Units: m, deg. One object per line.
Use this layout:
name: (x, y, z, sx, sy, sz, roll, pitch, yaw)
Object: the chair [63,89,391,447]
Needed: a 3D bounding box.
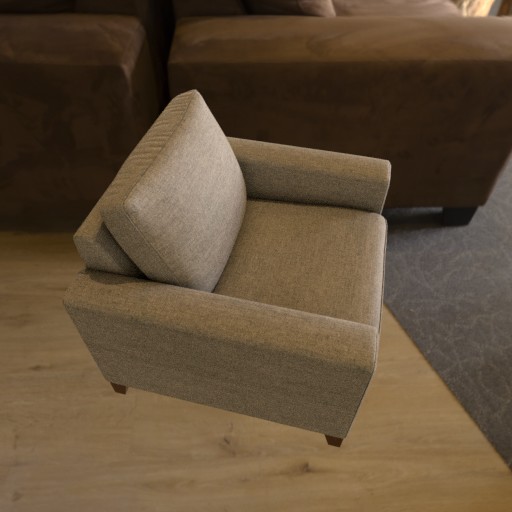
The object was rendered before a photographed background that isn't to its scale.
chair: (0.000, 0.000, 1.803, 1.038, 1.010, 1.024, 10, 50, 9)
